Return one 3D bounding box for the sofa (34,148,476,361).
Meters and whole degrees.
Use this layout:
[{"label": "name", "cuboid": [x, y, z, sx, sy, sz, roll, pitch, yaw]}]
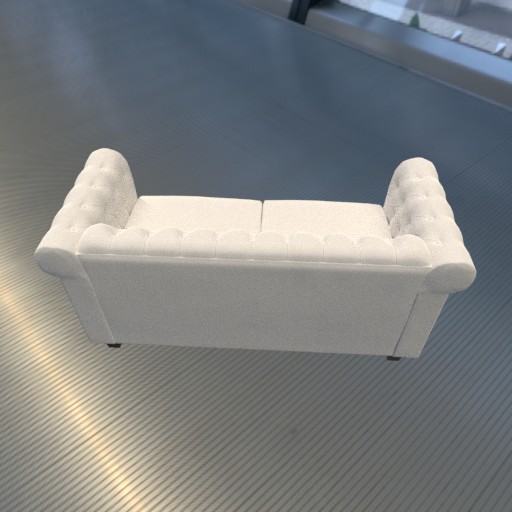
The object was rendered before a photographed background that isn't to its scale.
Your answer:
[{"label": "sofa", "cuboid": [0.000, 0.000, 2.279, 1.798, 0.796, 0.771, 2, 46, 2]}]
